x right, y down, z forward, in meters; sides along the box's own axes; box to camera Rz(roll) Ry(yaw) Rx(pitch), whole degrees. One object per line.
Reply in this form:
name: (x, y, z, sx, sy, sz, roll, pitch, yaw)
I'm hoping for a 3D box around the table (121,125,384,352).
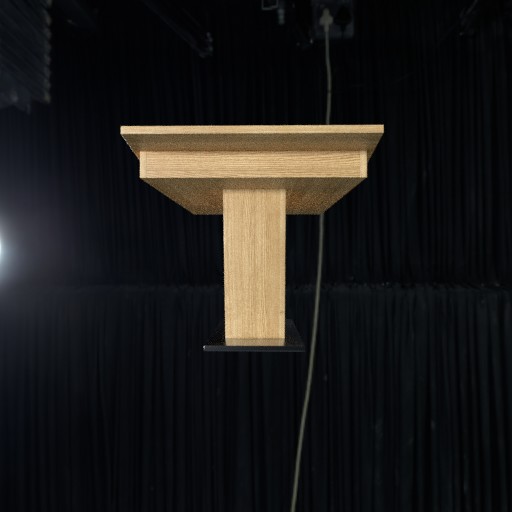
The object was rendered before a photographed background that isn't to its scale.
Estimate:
table: (0.000, 0.000, 2.096, 0.900, 0.748, 1.598, 0, -1, 1)
